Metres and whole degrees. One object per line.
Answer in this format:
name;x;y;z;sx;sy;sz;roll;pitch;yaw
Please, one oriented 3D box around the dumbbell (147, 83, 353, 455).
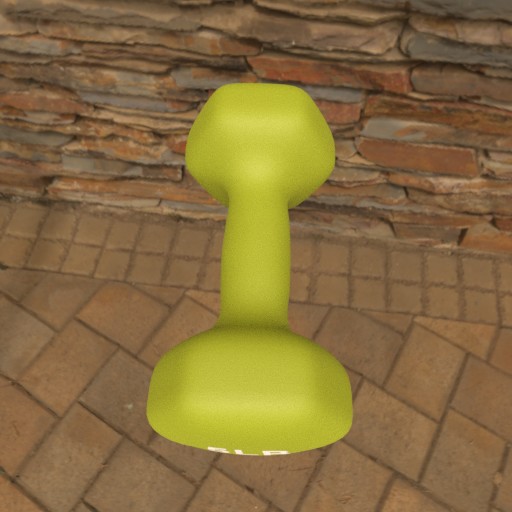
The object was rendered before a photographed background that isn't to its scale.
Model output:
dumbbell;0.000;0.000;0.202;0.080;0.072;0.164;2;60;1
